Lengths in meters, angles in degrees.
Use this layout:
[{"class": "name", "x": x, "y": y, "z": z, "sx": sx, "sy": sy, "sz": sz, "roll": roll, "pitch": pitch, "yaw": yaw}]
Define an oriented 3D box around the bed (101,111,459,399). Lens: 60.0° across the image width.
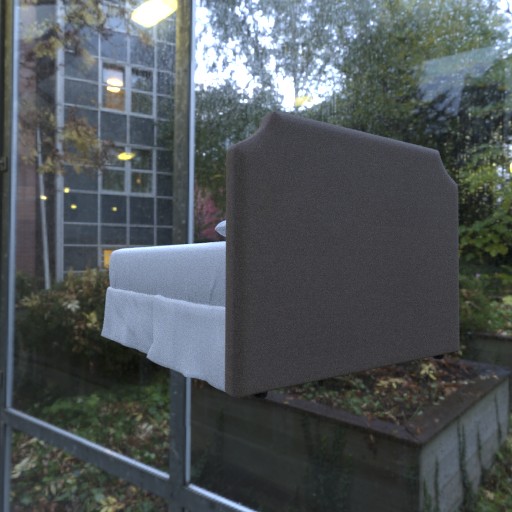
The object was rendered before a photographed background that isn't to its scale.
[{"class": "bed", "x": 0.000, "y": 0.000, "z": 3.185, "sx": 1.693, "sy": 1.290, "sz": 2.116, "roll": 0, "pitch": -1, "yaw": -35}]
